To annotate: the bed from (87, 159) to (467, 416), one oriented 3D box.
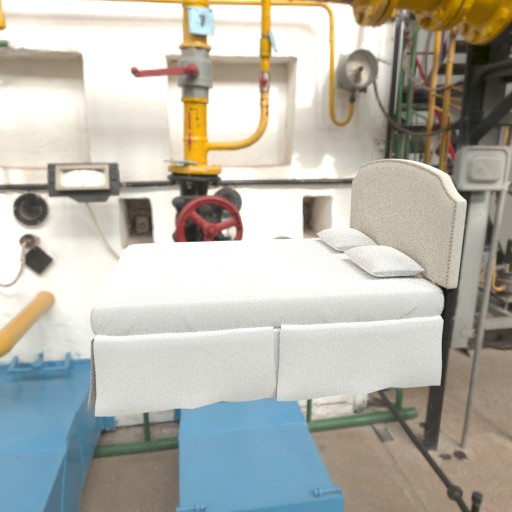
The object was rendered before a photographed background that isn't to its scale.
[{"bbox_3d":[0.000,0.000,2.991,1.999,1.270,1.558,-2,14,-8],"label":"bed"}]
